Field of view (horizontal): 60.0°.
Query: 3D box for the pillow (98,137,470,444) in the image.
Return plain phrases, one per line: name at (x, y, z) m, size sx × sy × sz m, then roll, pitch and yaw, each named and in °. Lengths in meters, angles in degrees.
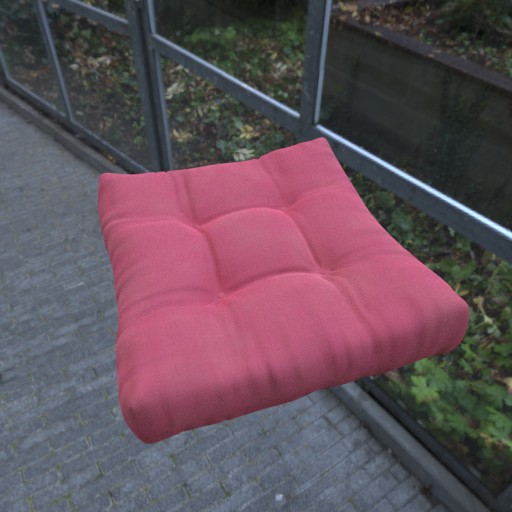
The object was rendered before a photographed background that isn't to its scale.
pillow at (0.000, 0.000, 0.717) m, size 0.468 × 0.128 × 0.490 m, roll -13°, pitch 45°, yaw -13°
